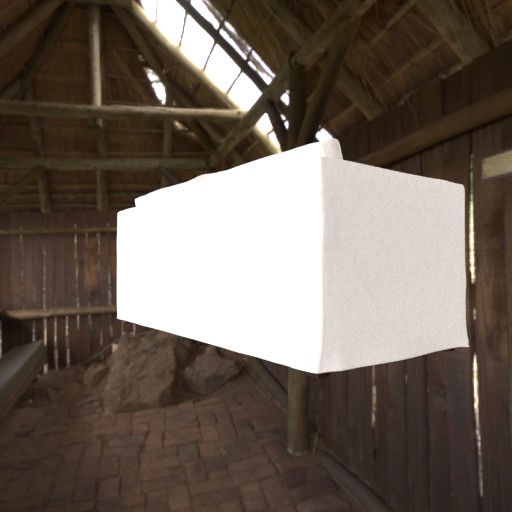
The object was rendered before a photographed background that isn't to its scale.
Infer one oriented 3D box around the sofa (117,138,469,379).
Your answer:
[{"bbox_3d":[0.000,0.000,2.497,0.940,0.870,1.987,1,-1,-36],"label":"sofa"}]
